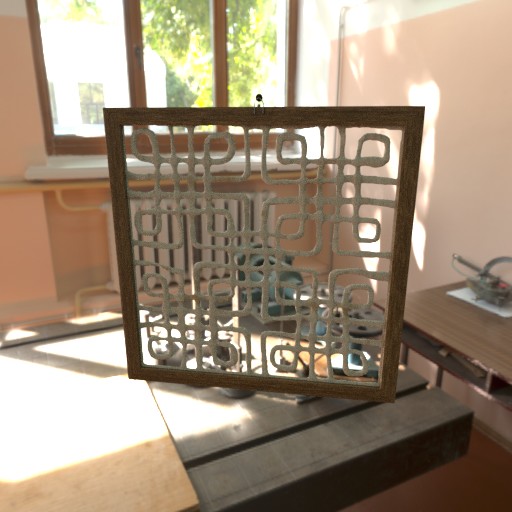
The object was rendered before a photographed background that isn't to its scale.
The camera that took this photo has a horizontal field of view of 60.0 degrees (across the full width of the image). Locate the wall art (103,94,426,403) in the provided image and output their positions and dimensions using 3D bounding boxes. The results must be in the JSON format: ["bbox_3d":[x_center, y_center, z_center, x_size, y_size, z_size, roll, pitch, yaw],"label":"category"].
[{"bbox_3d":[0.000,0.000,0.846,0.561,0.582,0.021,3,17,9],"label":"wall art"}]
